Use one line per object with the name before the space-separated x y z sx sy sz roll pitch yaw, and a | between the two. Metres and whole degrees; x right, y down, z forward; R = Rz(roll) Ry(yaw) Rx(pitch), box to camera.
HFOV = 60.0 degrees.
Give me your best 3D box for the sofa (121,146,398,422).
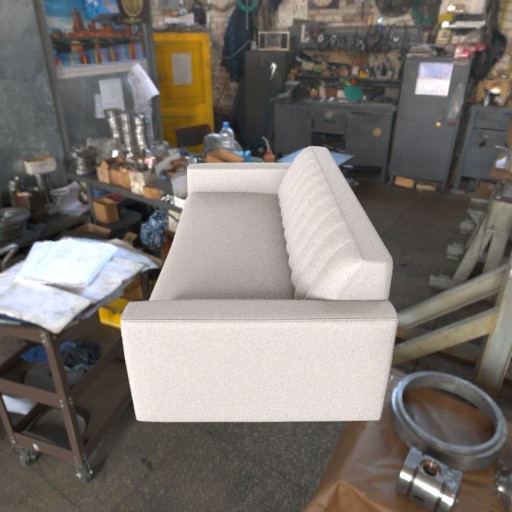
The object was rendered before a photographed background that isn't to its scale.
sofa | 0.000 0.000 2.417 0.969 0.814 1.895 0 28 0
